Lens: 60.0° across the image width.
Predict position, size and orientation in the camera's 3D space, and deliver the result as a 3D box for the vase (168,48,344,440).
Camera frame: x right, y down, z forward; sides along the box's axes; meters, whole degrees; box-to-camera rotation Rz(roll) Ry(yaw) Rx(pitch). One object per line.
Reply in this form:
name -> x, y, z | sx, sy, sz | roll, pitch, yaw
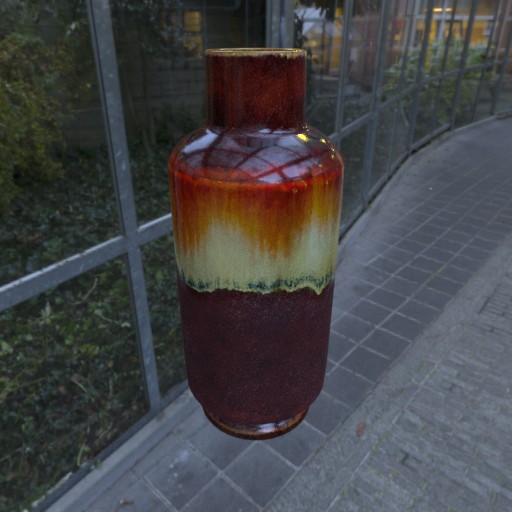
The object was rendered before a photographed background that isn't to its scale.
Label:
vase -> 0.000, 0.000, 0.309 | 0.111, 0.261, 0.111 | 0, 27, 0
